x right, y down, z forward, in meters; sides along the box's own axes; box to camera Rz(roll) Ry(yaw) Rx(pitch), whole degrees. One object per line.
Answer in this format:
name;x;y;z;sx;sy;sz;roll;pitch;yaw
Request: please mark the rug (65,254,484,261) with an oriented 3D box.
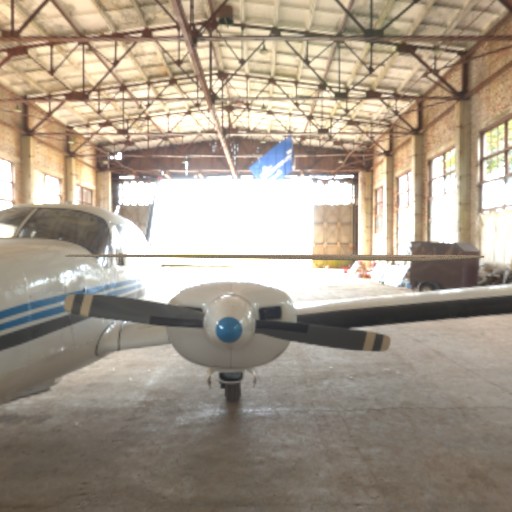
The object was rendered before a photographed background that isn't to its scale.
rug;0.000;0.000;1.424;1.219;0.007;0.604;0;1;37
